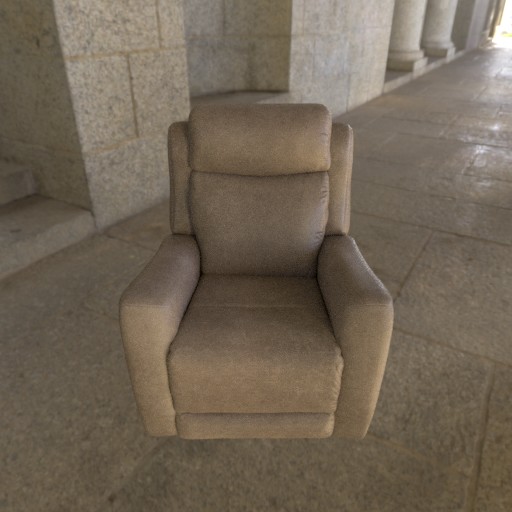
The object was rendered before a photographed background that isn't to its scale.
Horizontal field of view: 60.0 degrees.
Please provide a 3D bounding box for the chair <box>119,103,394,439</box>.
[{"bbox_3d":[0.000,0.000,1.922,0.967,1.116,1.068,1,30,1],"label":"chair"}]
